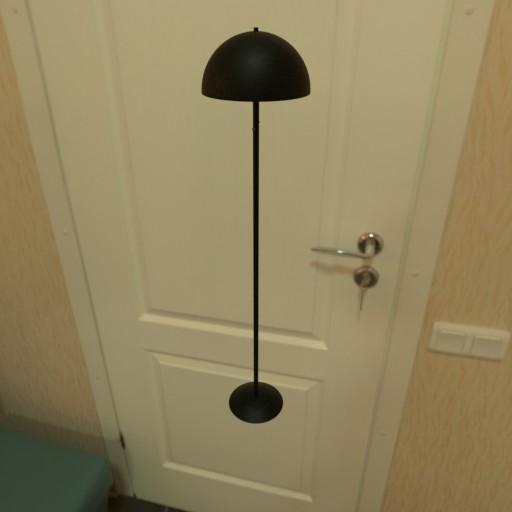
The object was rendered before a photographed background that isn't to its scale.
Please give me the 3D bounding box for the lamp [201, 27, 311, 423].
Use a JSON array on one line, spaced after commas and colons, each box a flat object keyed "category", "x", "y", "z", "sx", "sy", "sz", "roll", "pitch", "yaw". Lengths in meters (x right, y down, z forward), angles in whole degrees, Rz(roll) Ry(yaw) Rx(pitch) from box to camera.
[{"category": "lamp", "x": 0.000, "y": 0.000, "z": 1.614, "sx": 0.328, "sy": 1.480, "sz": 0.328, "roll": -7, "pitch": 30, "yaw": -13}]
